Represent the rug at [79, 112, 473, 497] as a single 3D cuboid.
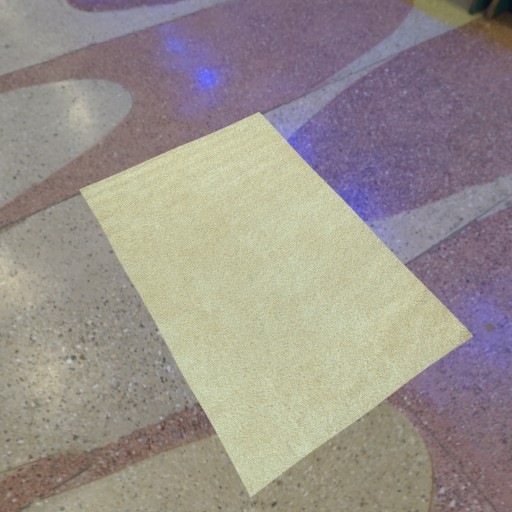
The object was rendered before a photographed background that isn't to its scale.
[{"bbox_3d":[0.000,0.000,3.380,1.800,0.025,2.699,-28,62,-17],"label":"rug"}]
